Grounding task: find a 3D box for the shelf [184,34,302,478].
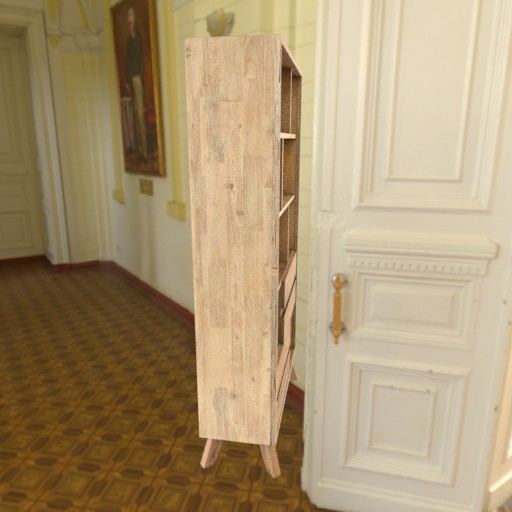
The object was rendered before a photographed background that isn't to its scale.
[{"bbox_3d":[0.000,0.000,1.786,0.308,1.471,0.748,3,15,10],"label":"shelf"}]
